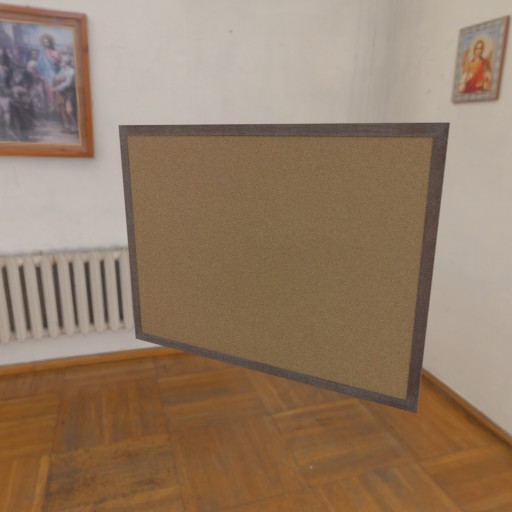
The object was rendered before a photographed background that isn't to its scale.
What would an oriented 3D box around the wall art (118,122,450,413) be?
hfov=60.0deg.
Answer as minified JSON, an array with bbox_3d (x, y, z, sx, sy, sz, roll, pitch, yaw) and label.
[{"bbox_3d":[0.000,0.000,1.357,1.012,0.774,0.019,8,18,26],"label":"wall art"}]
